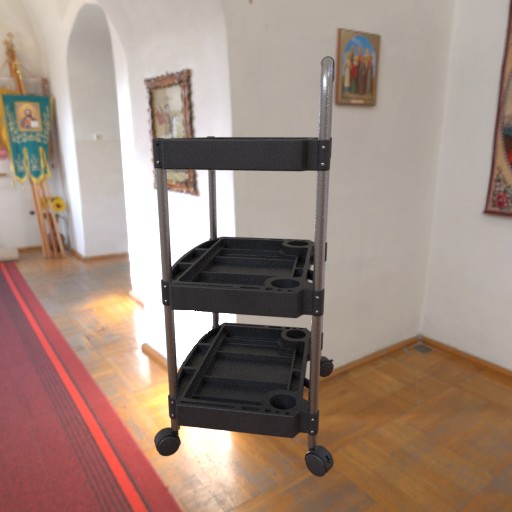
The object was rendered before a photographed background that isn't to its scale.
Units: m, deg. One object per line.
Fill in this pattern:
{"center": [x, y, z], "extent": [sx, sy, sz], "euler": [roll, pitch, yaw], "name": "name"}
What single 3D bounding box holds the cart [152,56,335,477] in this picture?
{"center": [0.000, 0.000, 1.362], "extent": [0.518, 1.075, 0.584], "euler": [3, 16, 9], "name": "cart"}
